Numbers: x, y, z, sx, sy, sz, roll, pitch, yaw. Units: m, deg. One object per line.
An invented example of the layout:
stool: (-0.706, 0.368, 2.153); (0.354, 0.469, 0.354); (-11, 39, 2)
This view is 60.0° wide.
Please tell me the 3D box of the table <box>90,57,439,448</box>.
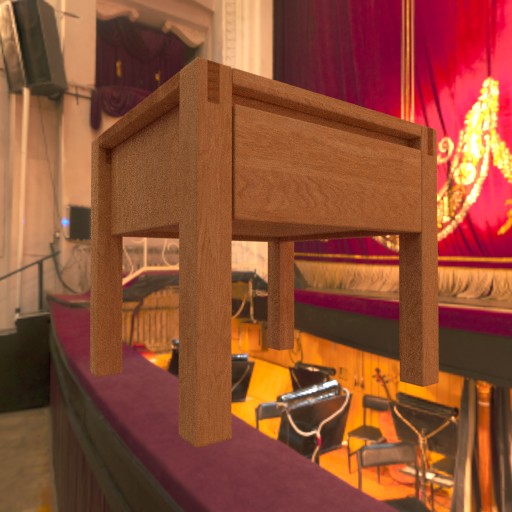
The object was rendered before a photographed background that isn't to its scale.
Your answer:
table: (0.000, 0.000, 0.825); (0.480, 0.450, 0.440); (1, -1, -35)
